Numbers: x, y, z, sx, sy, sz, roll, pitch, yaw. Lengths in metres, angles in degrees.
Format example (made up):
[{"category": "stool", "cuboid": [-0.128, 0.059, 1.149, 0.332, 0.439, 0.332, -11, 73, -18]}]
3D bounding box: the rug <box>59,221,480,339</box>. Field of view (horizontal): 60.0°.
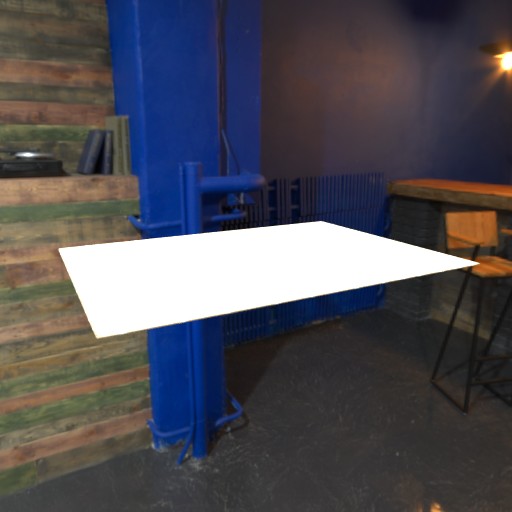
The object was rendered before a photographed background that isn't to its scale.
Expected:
[{"category": "rug", "cuboid": [0.000, 0.000, 4.325, 3.353, 0.010, 2.438, -8, 17, -27]}]
